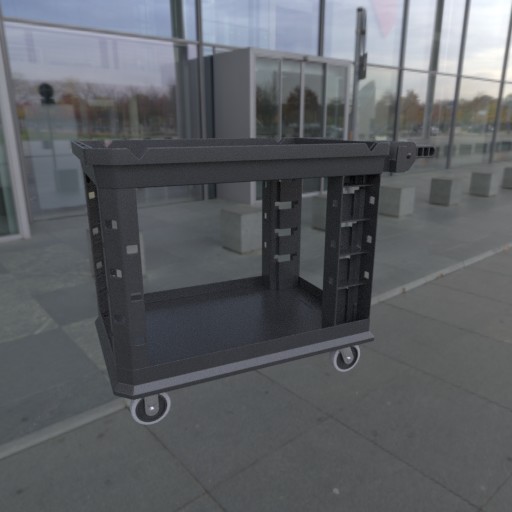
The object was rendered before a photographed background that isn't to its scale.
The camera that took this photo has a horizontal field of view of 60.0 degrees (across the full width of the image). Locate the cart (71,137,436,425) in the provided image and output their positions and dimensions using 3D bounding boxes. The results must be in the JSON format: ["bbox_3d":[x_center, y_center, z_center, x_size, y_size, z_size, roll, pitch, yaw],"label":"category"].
[{"bbox_3d":[0.000,0.000,1.758,1.239,0.884,0.674,-8,18,-24],"label":"cart"}]
